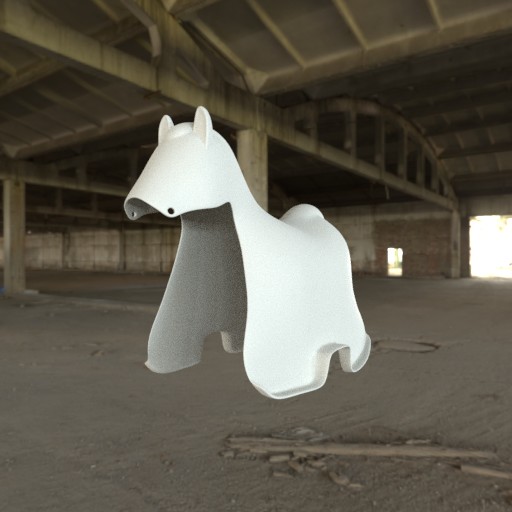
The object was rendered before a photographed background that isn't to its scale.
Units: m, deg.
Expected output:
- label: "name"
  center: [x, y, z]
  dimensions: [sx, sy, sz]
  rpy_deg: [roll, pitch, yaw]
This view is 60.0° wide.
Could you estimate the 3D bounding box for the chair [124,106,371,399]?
- label: "chair"
  center: [0.000, 0.000, 1.153]
  dimensions: [0.429, 0.612, 0.800]
  rpy_deg: [0, 0, 35]
